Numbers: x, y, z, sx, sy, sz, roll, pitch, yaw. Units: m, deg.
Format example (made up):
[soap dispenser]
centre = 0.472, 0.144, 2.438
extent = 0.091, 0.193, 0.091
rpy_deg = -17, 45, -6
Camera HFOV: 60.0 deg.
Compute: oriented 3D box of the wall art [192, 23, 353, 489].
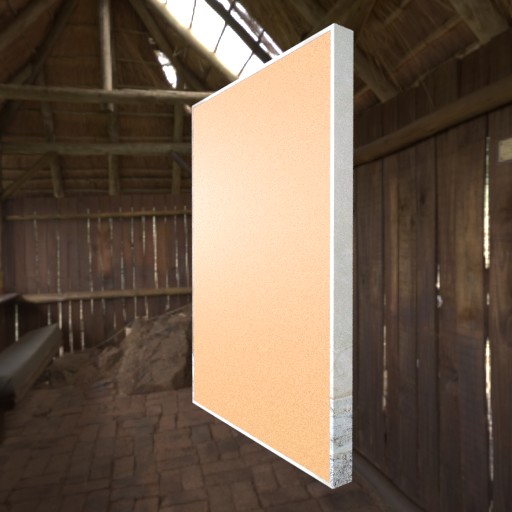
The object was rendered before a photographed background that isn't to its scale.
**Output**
[wall art]
centre = 0.000, 0.000, 0.752
extent = 0.036, 0.607, 0.403
rpy_deg = -1, 1, -35
